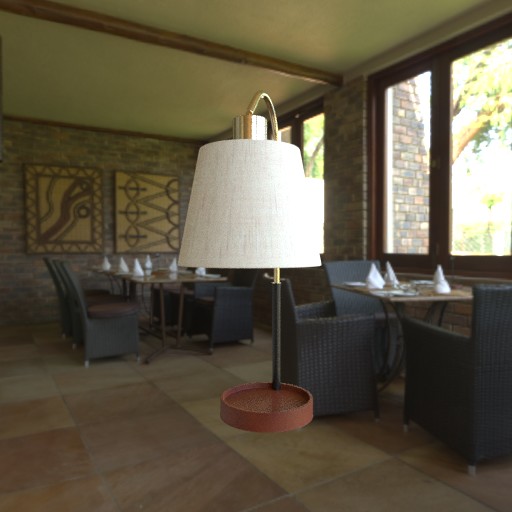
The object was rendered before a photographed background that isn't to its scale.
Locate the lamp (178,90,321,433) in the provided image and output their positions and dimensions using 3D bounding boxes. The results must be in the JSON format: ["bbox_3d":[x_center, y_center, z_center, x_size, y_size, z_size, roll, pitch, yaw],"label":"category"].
[{"bbox_3d":[0.000,0.000,0.689,0.211,0.536,0.273,0,1,18],"label":"lamp"}]
